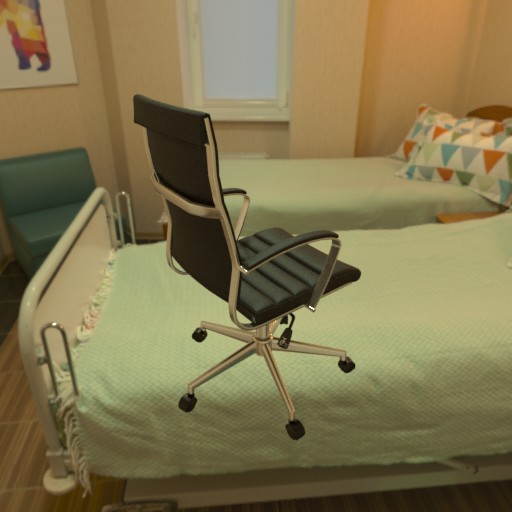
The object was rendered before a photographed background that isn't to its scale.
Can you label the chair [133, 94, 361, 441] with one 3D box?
[{"bbox_3d":[0.000,0.000,1.660,0.739,1.149,0.766,-18,32,-31],"label":"chair"}]
